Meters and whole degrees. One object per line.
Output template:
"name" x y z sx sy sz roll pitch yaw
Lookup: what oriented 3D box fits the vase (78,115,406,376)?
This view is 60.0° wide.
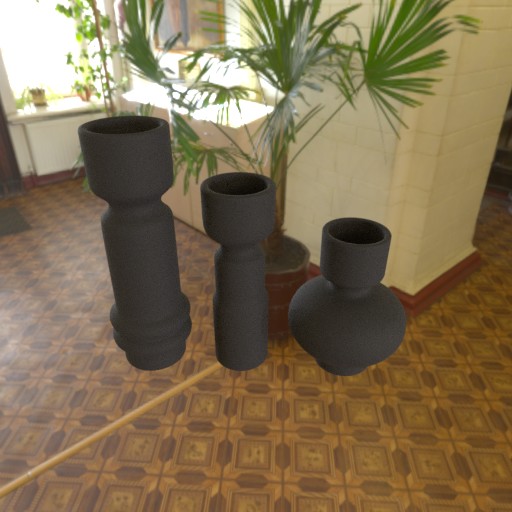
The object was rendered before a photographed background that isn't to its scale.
"vase" 0.000 0.000 0.430 0.307 0.249 0.120 1 29 3
